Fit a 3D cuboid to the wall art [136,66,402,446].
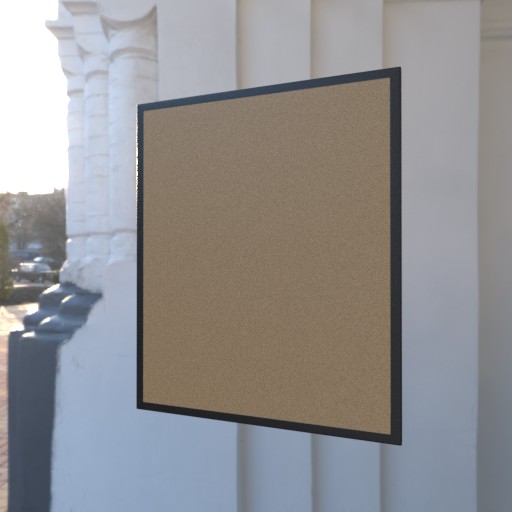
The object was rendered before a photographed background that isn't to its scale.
[{"bbox_3d":[0.000,0.000,0.770,0.481,0.582,0.018,0,0,20],"label":"wall art"}]
